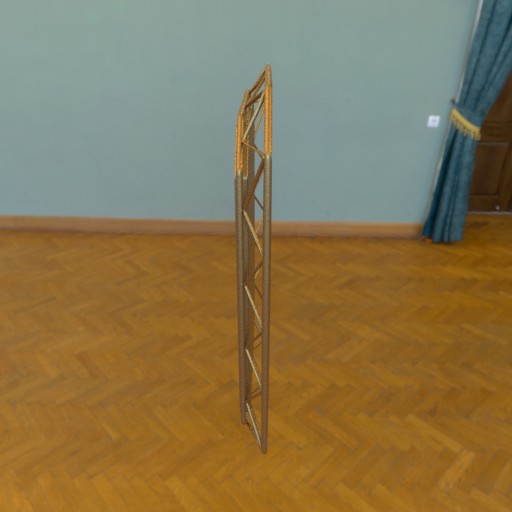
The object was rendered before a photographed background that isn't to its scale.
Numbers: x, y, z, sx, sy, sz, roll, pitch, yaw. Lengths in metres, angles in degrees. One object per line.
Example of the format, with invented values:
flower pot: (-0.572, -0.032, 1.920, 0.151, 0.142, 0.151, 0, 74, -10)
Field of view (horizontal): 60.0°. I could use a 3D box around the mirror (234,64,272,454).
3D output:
mirror: (0.000, 0.000, 0.725, 0.042, 0.566, 0.417, 1, 27, 1)
